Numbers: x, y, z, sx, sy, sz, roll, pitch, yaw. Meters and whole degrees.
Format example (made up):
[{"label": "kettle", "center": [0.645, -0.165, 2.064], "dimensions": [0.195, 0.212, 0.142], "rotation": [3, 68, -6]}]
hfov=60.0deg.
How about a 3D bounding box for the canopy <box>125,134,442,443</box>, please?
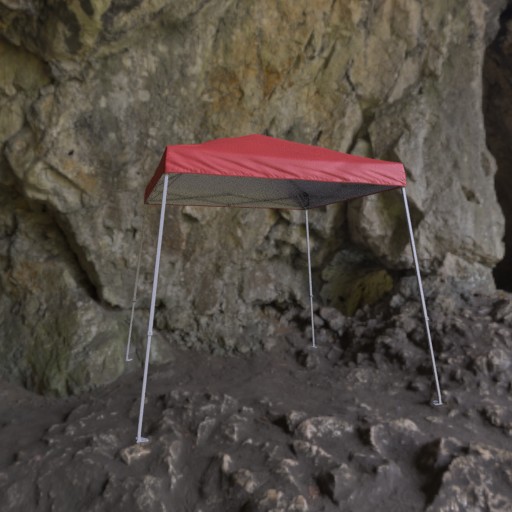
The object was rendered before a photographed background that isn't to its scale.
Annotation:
[{"label": "canopy", "center": [0.000, 0.000, 5.176], "dimensions": [2.849, 2.849, 2.848], "rotation": [0, 0, -18]}]
